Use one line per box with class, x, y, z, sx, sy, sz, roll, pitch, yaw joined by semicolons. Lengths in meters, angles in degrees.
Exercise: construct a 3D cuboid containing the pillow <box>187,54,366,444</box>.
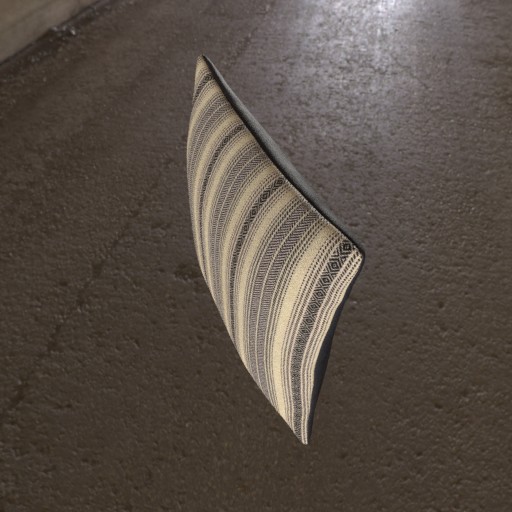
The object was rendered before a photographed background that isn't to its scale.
pillow;0.000;0.000;0.783;0.166;0.508;0.520;-17;49;-15
